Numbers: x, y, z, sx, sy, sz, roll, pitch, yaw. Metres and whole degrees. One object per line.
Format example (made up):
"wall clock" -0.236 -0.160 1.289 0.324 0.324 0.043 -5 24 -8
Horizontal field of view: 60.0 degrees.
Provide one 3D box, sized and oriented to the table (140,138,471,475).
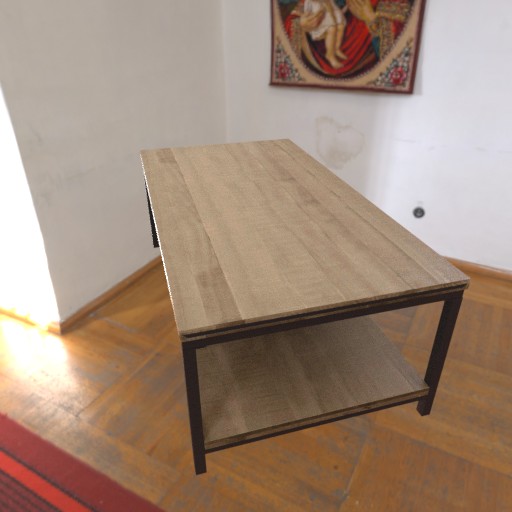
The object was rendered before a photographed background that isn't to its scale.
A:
"table" 0.000 0.000 1.343 0.574 0.393 1.062 -8 31 -14
